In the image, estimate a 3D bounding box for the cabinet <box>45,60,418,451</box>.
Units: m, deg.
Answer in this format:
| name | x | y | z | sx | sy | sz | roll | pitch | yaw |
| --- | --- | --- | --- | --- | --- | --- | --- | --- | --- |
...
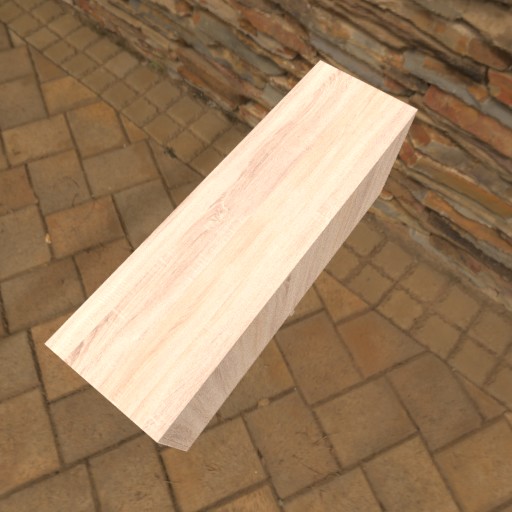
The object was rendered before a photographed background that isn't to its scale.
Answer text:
| name | x | y | z | sx | sy | sz | roll | pitch | yaw |
| --- | --- | --- | --- | --- | --- | --- | --- | --- | --- |
| cabinet | 0.000 | 0.000 | 2.029 | 0.500 | 0.780 | 1.650 | 34 | 69 | 15 |
